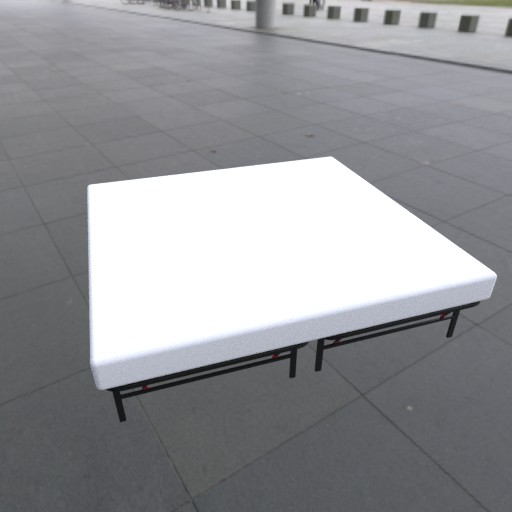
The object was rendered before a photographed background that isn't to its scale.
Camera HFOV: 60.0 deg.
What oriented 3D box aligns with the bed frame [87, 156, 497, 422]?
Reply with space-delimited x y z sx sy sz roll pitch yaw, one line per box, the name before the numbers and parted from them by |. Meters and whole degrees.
bed frame | 0.000 0.000 2.948 2.033 0.525 1.935 -10 33 -15
